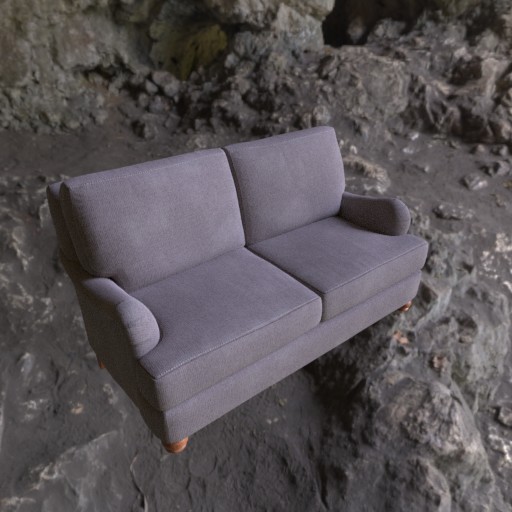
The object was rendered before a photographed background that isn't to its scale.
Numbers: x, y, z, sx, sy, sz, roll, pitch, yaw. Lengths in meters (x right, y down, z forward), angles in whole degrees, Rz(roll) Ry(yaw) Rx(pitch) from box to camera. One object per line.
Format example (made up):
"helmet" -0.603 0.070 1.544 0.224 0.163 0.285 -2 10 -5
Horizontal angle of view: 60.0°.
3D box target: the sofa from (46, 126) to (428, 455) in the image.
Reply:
"sofa" 0.000 0.000 2.466 1.853 1.101 1.084 -21 36 -33
